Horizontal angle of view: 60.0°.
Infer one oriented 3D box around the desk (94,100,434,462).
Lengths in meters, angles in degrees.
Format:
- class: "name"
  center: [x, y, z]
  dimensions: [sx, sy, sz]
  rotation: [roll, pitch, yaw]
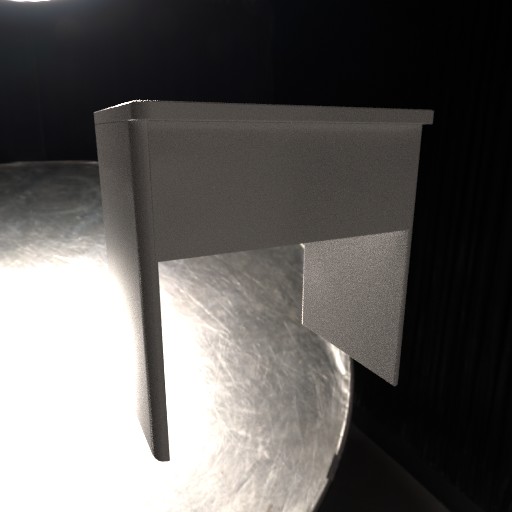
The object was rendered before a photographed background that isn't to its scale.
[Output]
- class: "desk"
  center: [0.000, 0.000, 1.291]
  dimensions: [0.762, 0.800, 0.549]
  rotation: [-8, 17, -26]
